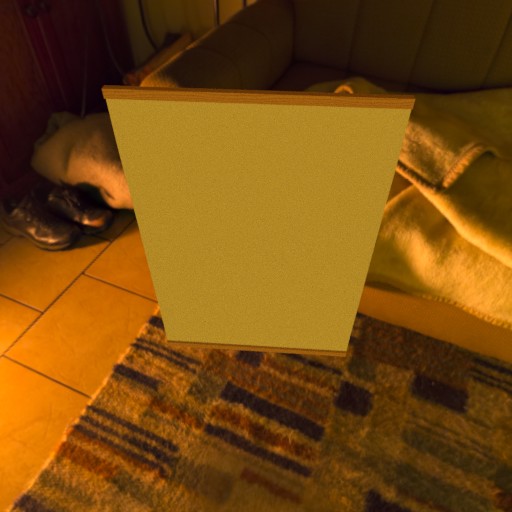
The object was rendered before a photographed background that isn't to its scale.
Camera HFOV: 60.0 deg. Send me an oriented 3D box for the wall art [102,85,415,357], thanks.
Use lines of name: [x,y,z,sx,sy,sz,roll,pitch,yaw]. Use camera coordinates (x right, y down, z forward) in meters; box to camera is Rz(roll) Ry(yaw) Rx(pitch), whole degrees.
wall art: [0.000,0.000,1.979,1.011,1.521,0.025,3,46,3]
